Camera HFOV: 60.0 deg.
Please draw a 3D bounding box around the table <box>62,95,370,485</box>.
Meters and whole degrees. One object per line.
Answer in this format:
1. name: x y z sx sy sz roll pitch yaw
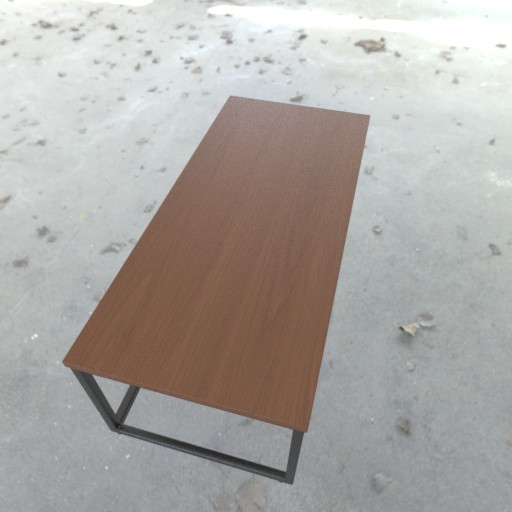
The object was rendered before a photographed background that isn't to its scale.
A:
1. table: 0.000 0.000 1.342 0.500 0.400 1.100 12 49 10
